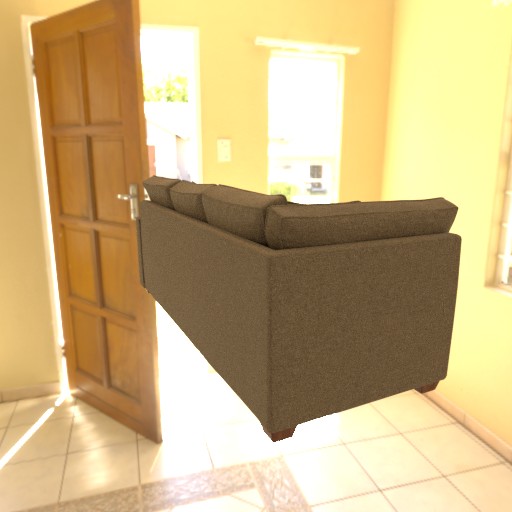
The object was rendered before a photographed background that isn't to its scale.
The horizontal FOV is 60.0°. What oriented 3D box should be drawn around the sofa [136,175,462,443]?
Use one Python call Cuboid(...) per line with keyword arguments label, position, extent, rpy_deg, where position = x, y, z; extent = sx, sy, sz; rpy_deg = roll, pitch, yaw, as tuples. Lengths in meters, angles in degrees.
Cuboid(label="sofa", position=(0.000, 0.000, 2.841), extent=(1.061, 0.962, 2.317), rpy_deg=(-6, 14, -25))
